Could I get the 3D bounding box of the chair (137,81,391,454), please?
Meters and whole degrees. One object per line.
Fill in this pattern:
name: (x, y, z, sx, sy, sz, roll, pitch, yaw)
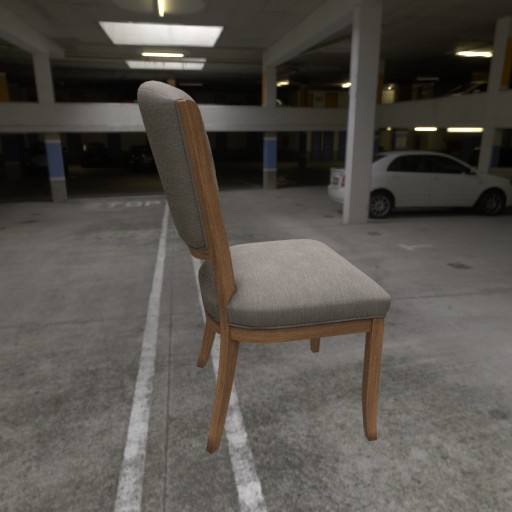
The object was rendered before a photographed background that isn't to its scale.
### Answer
chair: (0.000, 0.000, 1.247, 0.584, 0.905, 0.513, -3, 17, -10)
